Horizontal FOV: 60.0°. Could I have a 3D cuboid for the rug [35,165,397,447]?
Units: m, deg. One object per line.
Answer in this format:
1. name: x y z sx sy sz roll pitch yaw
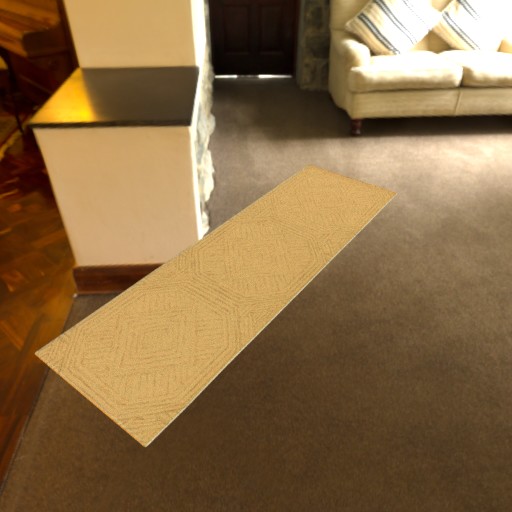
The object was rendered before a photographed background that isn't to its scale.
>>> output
1. rug: 0.000 0.000 2.679 0.775 0.012 2.452 25 44 28
